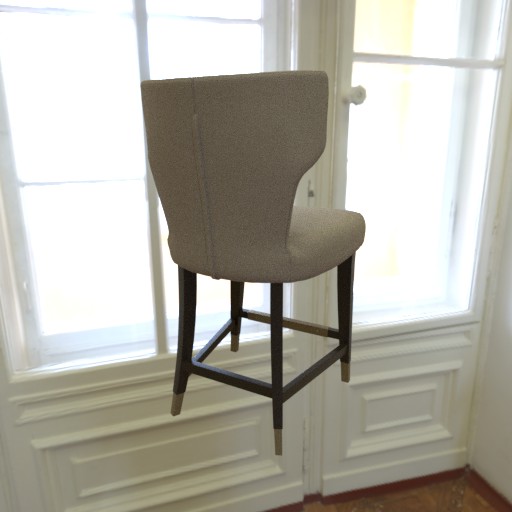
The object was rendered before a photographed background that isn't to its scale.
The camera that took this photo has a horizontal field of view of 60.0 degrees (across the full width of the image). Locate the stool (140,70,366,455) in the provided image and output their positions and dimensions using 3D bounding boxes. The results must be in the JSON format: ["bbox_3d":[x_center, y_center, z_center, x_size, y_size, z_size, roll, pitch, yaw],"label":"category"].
[{"bbox_3d":[0.000,0.000,1.335,0.527,0.982,0.563,9,18,27],"label":"stool"}]
